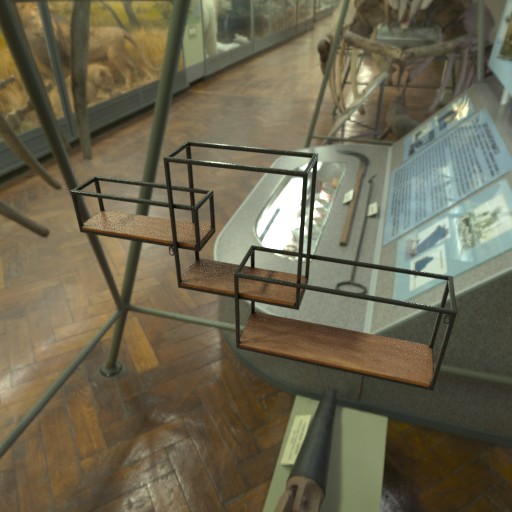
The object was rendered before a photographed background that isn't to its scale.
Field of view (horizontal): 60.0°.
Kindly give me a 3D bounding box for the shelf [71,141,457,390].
[{"bbox_3d":[0.000,0.000,2.104,1.781,0.972,0.275,9,33,14],"label":"shelf"}]
